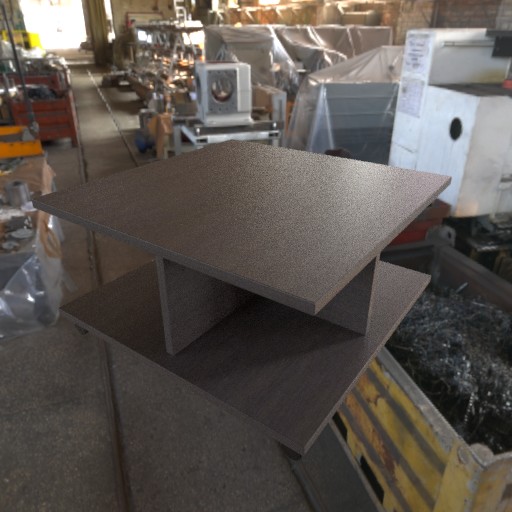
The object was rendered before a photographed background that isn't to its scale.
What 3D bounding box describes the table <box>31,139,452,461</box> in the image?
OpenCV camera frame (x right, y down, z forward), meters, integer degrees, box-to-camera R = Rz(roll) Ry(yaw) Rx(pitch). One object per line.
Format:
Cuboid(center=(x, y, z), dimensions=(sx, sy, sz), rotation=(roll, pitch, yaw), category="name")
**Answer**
Cuboid(center=(0.000, 0.000, 1.215), dimensions=(0.762, 0.396, 0.762), rotation=(18, 33, 31), category="table")
